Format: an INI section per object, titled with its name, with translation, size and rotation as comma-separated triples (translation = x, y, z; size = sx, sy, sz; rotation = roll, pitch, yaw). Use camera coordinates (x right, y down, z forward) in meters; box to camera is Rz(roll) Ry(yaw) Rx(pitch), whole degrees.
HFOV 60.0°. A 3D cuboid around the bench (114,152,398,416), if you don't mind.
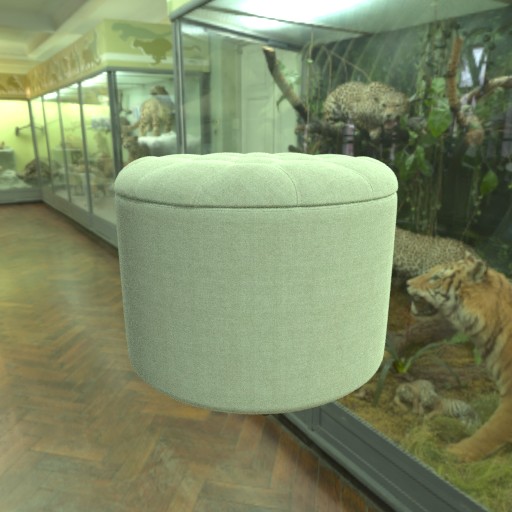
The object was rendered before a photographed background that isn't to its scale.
[bench]
translation = 0.000, 0.000, 1.020
size = 0.600, 0.453, 0.600
rotation = 0, 15, 0
